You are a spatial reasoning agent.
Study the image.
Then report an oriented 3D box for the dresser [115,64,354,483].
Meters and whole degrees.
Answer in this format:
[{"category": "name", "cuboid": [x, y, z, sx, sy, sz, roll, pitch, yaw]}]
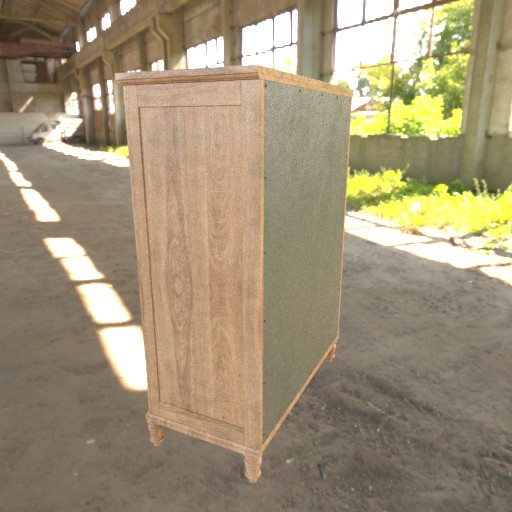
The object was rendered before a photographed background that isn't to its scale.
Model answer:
[{"category": "dresser", "cuboid": [0.000, 0.000, 1.810, 0.484, 1.318, 0.973, 8, 18, 25]}]
